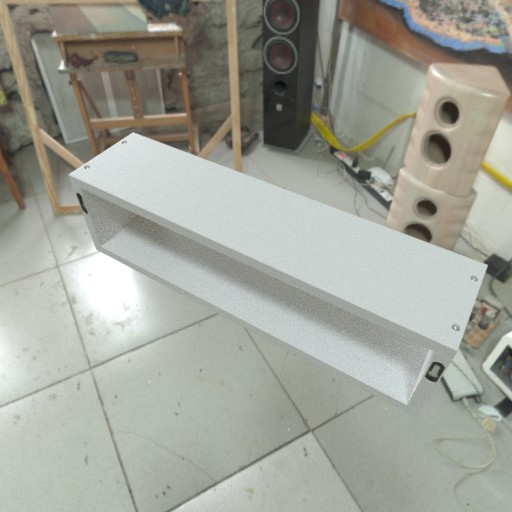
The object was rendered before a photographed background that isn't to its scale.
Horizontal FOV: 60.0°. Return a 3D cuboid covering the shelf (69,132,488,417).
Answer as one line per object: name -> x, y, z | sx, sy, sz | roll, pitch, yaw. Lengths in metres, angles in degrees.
shelf -> 0.000, 0.000, 0.699 | 0.610, 0.170, 0.150 | 24, 51, 21
